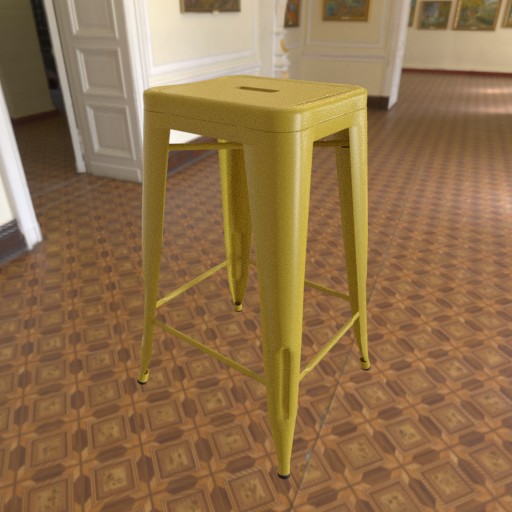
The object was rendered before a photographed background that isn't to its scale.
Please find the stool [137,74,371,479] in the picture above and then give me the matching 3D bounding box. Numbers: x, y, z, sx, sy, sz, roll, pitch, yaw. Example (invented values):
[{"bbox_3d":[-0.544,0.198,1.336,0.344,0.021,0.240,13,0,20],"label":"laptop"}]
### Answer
[{"bbox_3d":[0.000,0.000,0.849,0.399,0.609,0.359,20,34,31],"label":"stool"}]
